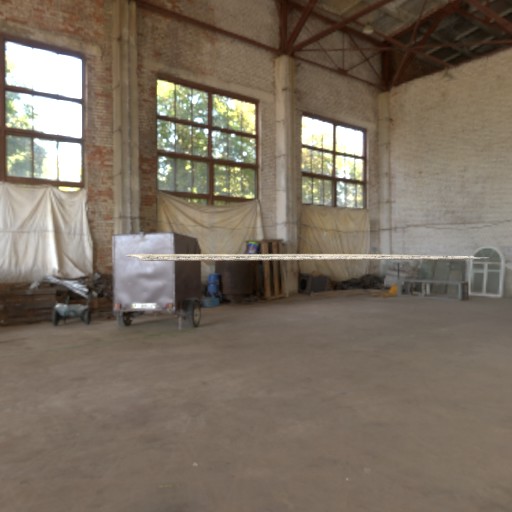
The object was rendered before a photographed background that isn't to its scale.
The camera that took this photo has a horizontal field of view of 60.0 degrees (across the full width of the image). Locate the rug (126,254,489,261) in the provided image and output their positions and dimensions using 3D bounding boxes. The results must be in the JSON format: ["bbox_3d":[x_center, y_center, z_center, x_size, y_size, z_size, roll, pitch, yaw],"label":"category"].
[{"bbox_3d":[0.000,0.000,3.904,2.125,0.028,3.027,0,0,-18],"label":"rug"}]
